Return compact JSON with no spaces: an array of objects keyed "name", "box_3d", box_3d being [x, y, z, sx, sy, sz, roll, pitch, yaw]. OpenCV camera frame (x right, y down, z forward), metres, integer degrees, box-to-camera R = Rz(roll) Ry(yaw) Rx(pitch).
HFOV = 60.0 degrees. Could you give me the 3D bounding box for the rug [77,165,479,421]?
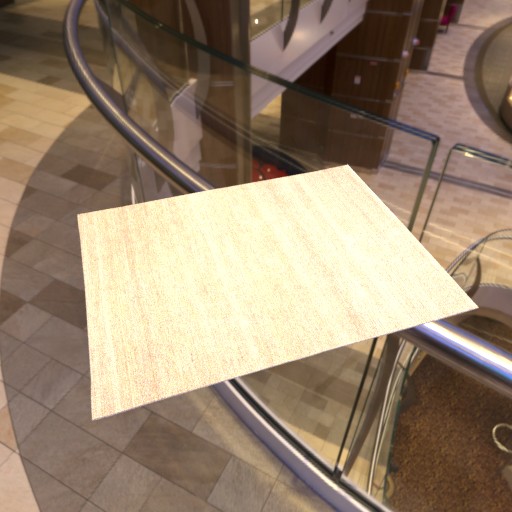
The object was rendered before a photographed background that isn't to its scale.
[{"name":"rug","box_3d":[0.000,0.000,4.292,3.245,0.046,2.467,-13,44,-13]}]
